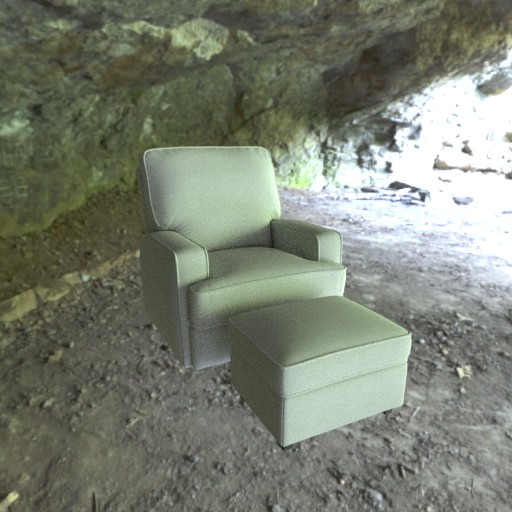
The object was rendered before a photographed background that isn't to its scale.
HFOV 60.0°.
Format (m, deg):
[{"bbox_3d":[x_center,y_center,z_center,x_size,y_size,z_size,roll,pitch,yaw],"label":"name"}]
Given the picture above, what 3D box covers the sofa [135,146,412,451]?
[{"bbox_3d":[0.000,0.000,2.060,0.861,0.959,1.472,-8,18,-25],"label":"sofa"}]
